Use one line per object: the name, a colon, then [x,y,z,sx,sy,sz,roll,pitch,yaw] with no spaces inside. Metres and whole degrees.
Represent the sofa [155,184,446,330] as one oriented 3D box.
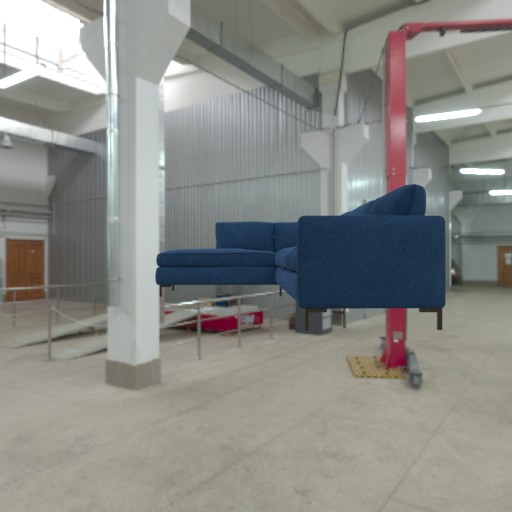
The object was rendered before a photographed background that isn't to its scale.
sofa: [0.000,0.000,3.811,2.007,0.815,2.949,0,0,-1]
